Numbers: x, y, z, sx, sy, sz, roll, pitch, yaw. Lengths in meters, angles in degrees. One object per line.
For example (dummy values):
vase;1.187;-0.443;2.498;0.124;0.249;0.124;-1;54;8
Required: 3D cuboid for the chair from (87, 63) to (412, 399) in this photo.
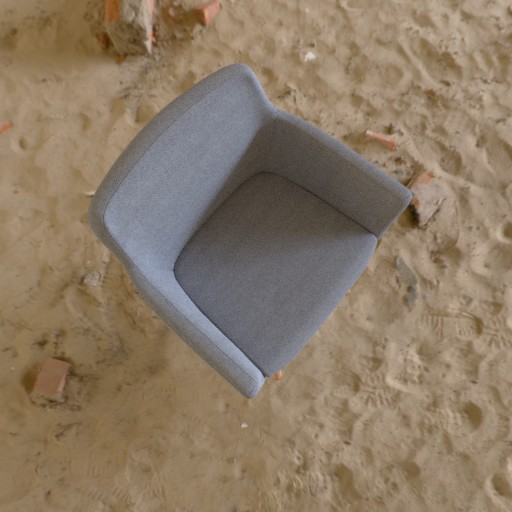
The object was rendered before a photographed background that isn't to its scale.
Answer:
chair;0.000;0.000;1.186;0.540;0.780;0.570;39;78;10
